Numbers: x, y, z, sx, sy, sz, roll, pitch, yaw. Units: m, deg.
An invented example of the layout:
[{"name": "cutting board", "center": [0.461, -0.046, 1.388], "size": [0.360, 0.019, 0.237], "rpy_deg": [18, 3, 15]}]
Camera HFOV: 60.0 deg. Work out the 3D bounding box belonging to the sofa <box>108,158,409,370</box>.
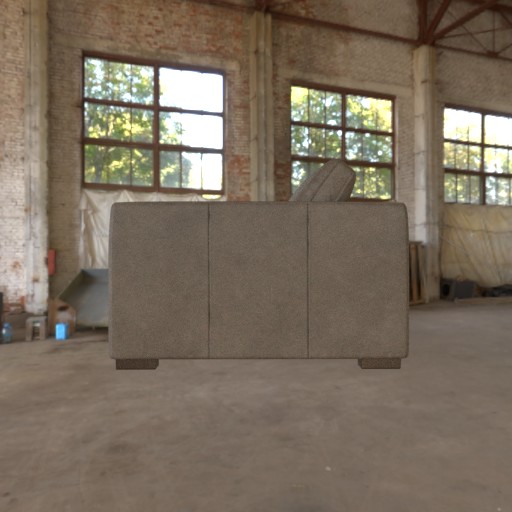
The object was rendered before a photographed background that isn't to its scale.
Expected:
[{"name": "sofa", "center": [0.000, 0.000, 2.472], "size": [1.070, 0.800, 1.920], "rpy_deg": [0, 0, -1]}]
